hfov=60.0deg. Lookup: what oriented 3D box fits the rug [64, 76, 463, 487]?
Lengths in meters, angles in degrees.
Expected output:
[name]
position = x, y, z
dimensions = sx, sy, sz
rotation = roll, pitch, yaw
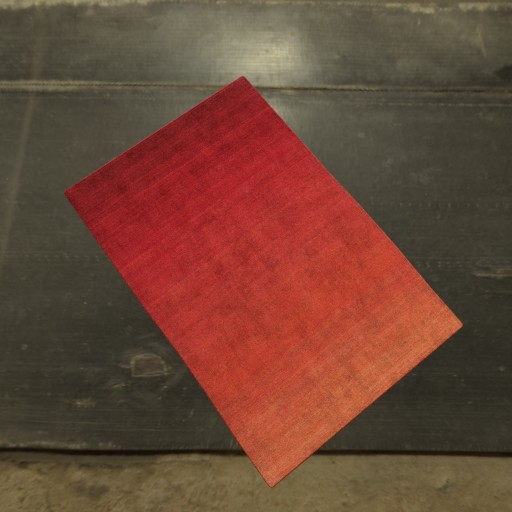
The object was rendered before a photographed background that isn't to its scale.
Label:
[rug]
position = 0.000, 0.000, 2.307
dimensions = 1.230, 0.018, 1.835
rotation = -36, 78, -9
